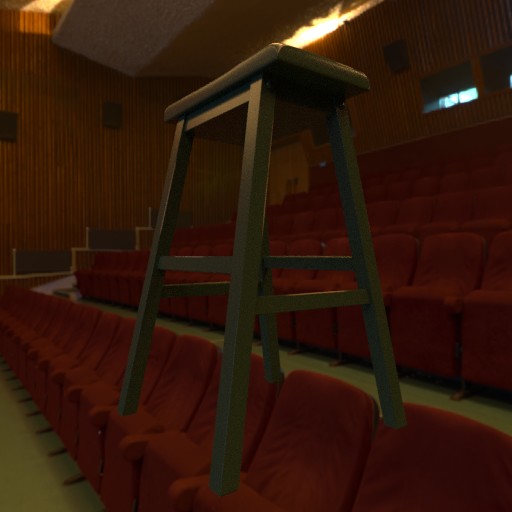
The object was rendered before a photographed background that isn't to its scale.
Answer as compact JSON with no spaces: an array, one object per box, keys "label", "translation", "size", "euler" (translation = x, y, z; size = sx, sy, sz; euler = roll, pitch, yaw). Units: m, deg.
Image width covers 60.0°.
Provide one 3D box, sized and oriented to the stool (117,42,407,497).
[{"label":"stool","translation":[0.000,0.000,1.001],"size":[0.476,0.737,0.457],"euler":[0,0,-37]}]
